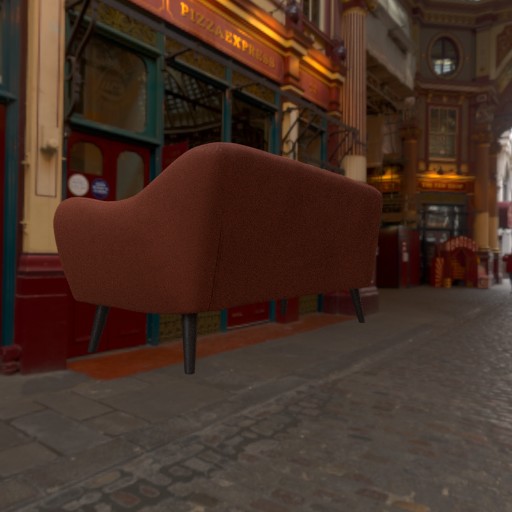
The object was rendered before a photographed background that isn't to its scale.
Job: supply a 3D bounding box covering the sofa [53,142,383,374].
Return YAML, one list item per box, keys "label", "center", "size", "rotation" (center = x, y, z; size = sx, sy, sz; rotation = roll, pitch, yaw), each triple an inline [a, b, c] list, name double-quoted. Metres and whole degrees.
- label: "sofa"
  center: [0.000, 0.000, 2.342]
  size: [0.820, 0.836, 1.840]
  rotation: [0, 0, 37]
